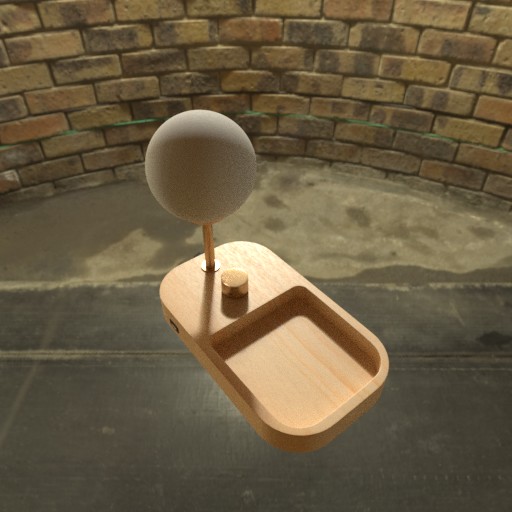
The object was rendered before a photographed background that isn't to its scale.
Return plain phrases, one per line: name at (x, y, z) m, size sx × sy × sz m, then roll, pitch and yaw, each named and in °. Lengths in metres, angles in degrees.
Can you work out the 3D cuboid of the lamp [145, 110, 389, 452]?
lamp at (0.000, 0.000, 0.488) m, size 0.173 × 0.253 × 0.331 m, roll -27°, pitch 48°, yaw -27°
